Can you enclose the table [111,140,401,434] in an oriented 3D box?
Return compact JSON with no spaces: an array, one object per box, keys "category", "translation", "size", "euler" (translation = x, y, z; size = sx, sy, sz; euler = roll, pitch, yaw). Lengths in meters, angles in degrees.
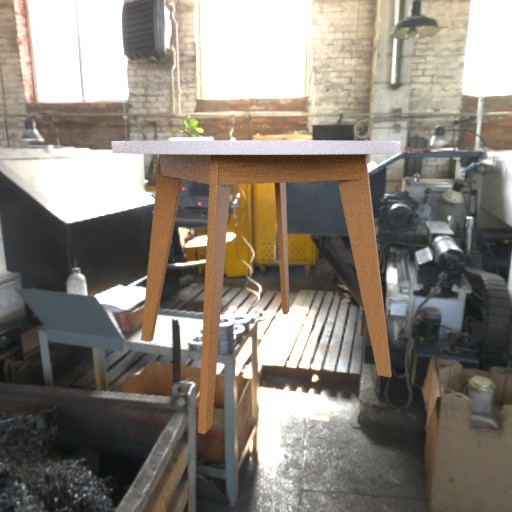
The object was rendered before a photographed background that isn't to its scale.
[{"category":"table","translation":[0.000,0.000,1.531],"size":[0.896,0.762,0.896],"euler":[0,14,0]}]
